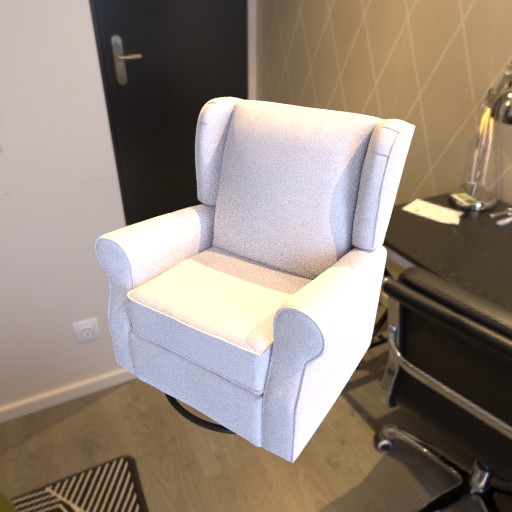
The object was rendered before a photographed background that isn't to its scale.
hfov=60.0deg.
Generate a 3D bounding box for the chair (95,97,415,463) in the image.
[{"bbox_3d":[0.000,0.000,1.647,0.906,0.967,0.854,18,35,28],"label":"chair"}]
